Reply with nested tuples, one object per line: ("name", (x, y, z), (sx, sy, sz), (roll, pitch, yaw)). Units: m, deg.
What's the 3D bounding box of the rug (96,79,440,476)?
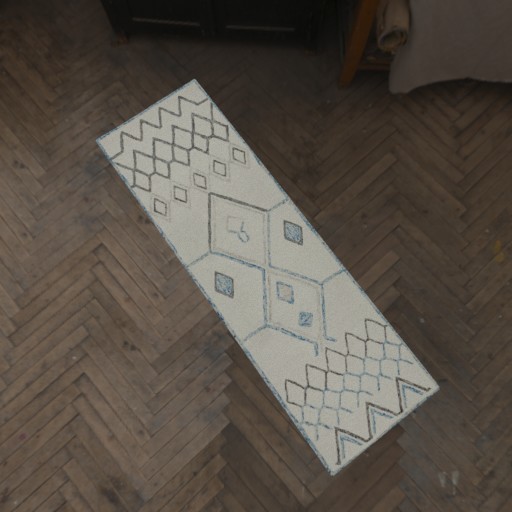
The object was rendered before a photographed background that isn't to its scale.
("rug", (0.000, 0.000, 2.651), (0.770, 0.013, 2.434), (-35, 79, -8))
